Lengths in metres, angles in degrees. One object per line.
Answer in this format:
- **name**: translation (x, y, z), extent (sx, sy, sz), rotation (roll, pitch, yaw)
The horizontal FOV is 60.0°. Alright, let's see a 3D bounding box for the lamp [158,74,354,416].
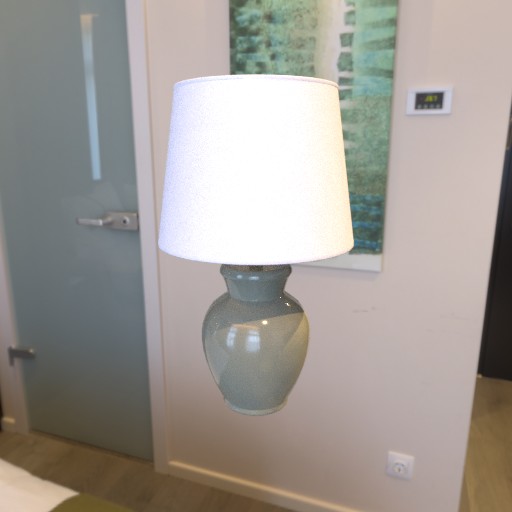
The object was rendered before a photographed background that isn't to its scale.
- **lamp**: translation (0.000, 0.000, 0.559), extent (0.239, 0.399, 0.239), rotation (0, 13, 0)
